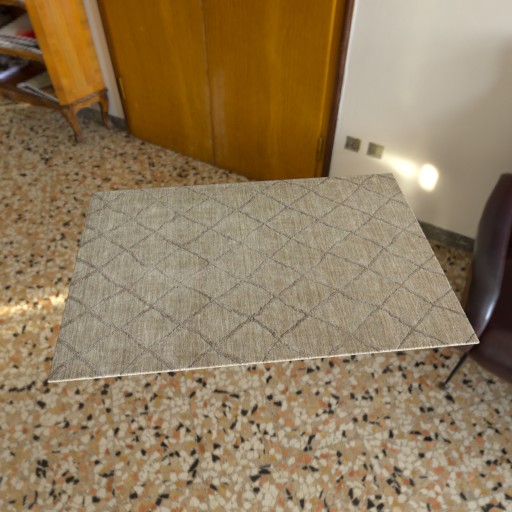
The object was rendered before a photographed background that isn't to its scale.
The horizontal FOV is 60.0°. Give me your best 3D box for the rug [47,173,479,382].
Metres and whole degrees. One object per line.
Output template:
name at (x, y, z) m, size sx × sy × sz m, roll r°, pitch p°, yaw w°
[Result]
rug at (0.000, 0.000, 2.840) m, size 2.280 × 0.015 × 1.521 m, roll -4°, pitch 47°, yaw -4°
